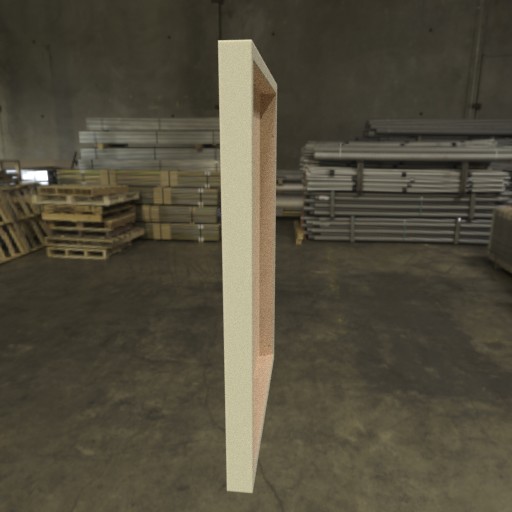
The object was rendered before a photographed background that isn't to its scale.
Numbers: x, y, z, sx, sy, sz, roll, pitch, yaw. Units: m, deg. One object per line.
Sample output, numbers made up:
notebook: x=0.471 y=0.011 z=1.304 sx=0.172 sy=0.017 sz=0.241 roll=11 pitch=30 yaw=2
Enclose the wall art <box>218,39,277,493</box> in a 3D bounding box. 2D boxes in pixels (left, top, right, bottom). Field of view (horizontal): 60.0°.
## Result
wall art: x=0.000 y=0.000 z=0.775 sx=0.038 sy=0.608 sz=0.418 roll=2 pitch=15 yaw=6
